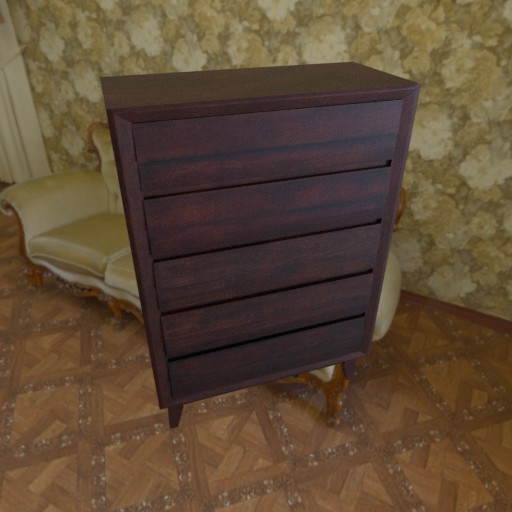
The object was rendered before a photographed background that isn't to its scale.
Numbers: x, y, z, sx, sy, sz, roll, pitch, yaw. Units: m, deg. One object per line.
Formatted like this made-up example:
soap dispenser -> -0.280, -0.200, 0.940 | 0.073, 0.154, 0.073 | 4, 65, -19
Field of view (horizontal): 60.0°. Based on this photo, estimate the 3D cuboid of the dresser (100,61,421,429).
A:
dresser -> 0.000, 0.000, 2.020 | 1.072, 1.514, 0.506 | -10, 34, -15
